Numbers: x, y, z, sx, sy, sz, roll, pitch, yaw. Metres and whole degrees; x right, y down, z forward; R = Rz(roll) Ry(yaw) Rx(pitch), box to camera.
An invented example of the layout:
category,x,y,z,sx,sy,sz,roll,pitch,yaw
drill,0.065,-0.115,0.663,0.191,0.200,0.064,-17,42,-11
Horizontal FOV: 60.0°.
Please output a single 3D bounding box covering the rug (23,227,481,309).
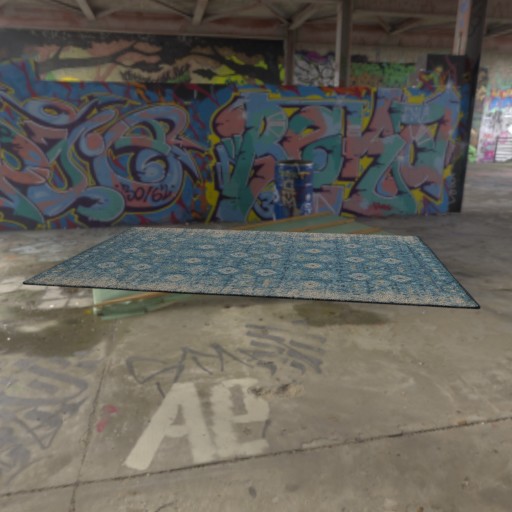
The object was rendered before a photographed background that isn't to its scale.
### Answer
category,x,y,z,sx,sy,sz,roll,pitch,yaw
rug,0.000,0.000,3.039,2.449,0.015,1.530,2,16,8
